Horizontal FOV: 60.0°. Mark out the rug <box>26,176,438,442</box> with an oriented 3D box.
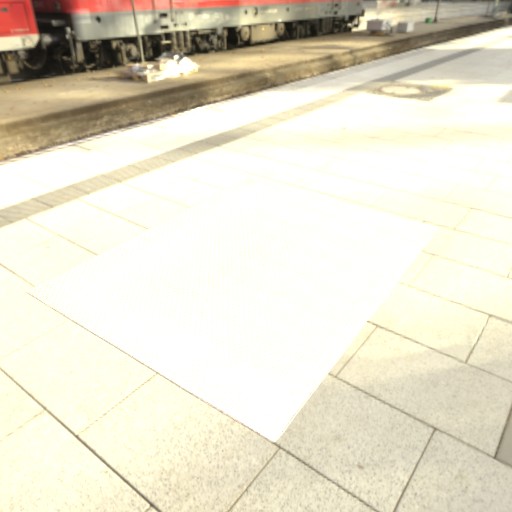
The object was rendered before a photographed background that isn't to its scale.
[{"bbox_3d":[0.000,0.000,3.828,2.277,0.035,2.897,20,37,30],"label":"rug"}]
